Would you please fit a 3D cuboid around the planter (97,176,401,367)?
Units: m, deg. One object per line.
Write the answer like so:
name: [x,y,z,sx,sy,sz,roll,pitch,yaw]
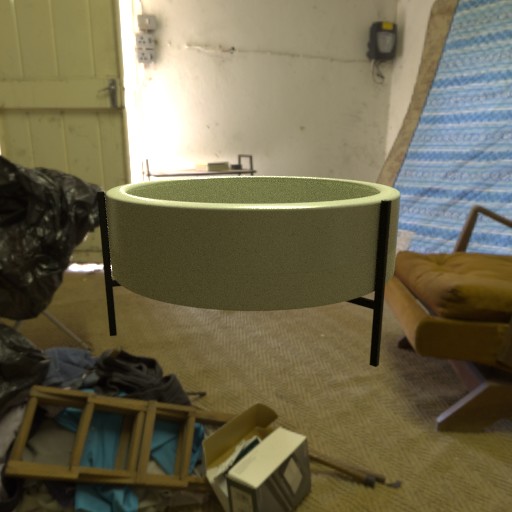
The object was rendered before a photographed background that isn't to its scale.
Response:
planter: [0.000,0.000,0.546,0.345,0.171,0.336,14,20,42]
